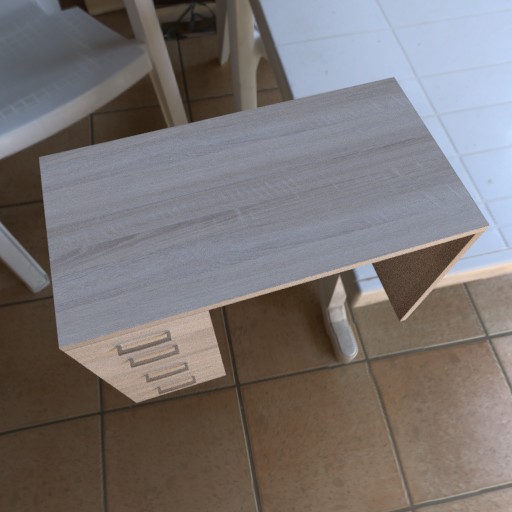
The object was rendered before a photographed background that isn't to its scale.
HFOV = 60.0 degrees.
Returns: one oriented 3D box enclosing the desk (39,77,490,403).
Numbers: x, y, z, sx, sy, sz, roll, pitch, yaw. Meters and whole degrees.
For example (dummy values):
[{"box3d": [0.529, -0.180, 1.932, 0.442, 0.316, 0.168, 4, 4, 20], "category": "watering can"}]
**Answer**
[{"box3d": [0.000, 0.000, 1.519, 1.100, 0.731, 0.600, -15, 64, -8], "category": "desk"}]
